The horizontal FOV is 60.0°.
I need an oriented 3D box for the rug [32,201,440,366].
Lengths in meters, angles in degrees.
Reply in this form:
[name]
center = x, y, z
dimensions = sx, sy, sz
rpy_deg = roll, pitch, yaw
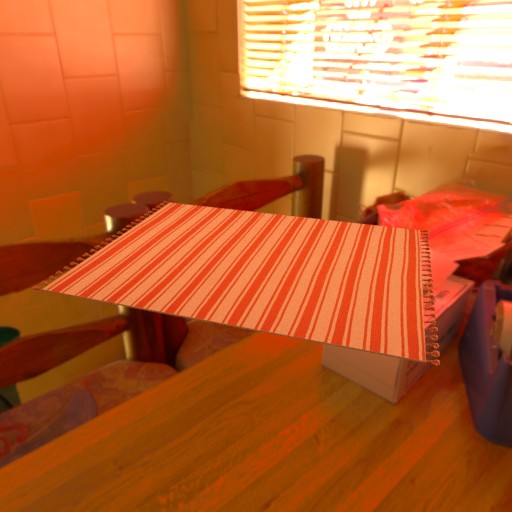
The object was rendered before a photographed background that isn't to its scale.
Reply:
[rug]
center = 0.000, 0.000, 4.472
dimensions = 3.369, 0.035, 2.451
rpy_deg = 8, 27, 16
